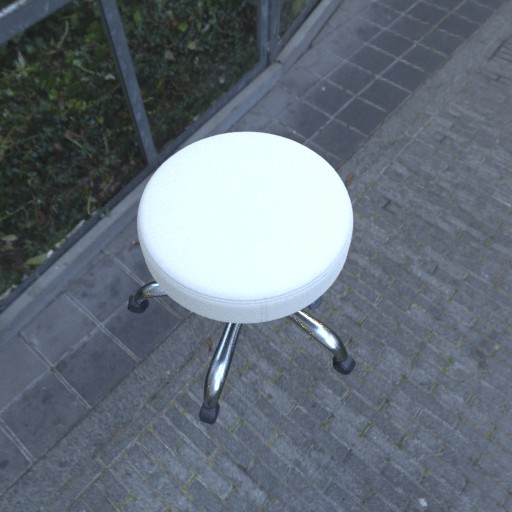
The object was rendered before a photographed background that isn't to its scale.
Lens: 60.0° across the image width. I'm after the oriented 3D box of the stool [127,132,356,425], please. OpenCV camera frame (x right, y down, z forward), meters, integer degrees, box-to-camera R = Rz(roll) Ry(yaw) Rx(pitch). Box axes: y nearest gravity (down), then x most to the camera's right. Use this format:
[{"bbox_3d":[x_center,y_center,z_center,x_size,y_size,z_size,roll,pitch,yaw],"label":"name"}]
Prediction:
[{"bbox_3d":[0.000,0.000,1.059,0.614,0.482,0.634,-32,63,-18],"label":"stool"}]
